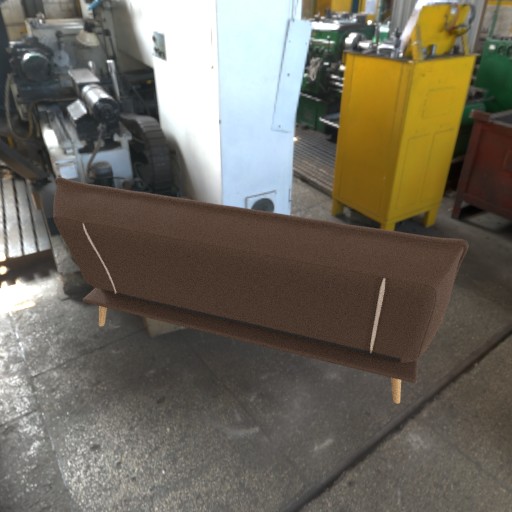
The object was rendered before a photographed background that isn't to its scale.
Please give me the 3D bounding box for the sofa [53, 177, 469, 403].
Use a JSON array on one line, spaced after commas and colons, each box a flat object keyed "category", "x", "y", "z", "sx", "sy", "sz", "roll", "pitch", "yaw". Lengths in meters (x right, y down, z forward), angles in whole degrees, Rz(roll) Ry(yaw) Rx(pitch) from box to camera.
[{"category": "sofa", "x": 0.000, "y": 0.000, "z": 2.431, "sx": 1.940, "sy": 0.890, "sz": 0.950, "roll": 11, "pitch": 34, "yaw": 16}]
